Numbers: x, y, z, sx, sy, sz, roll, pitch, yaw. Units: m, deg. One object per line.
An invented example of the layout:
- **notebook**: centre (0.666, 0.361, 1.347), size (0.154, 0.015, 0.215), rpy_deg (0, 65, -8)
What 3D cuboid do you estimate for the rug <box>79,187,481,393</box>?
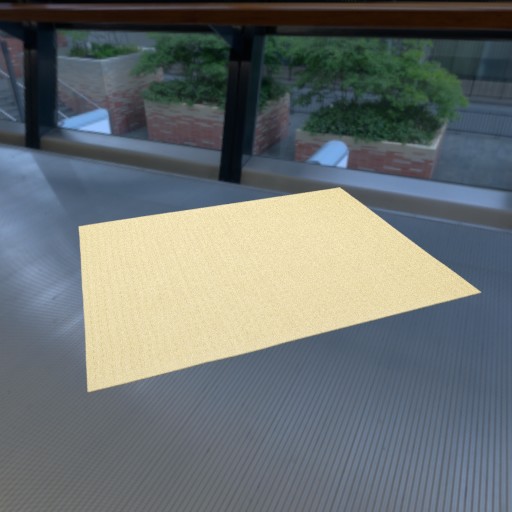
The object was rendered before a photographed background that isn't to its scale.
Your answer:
- **rug**: centre (0.000, 0.000, 4.288), size (3.204, 0.016, 2.452), rpy_deg (-11, 33, -17)
